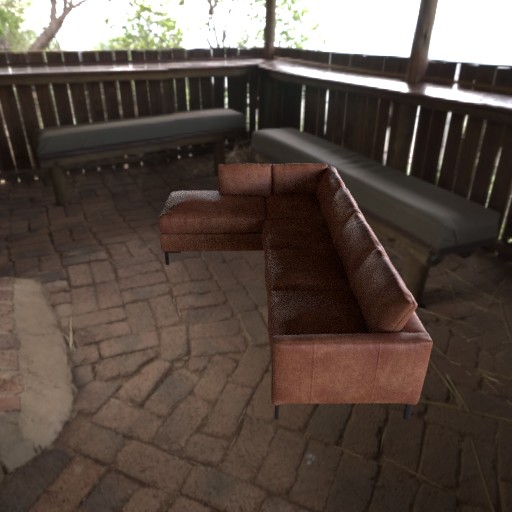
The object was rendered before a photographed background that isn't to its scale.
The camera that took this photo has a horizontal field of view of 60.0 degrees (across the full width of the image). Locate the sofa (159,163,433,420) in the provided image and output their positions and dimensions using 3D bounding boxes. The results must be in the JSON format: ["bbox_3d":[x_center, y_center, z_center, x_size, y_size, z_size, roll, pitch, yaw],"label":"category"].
[{"bbox_3d":[0.000,0.000,3.861,1.938,0.877,2.984,0,27,-1],"label":"sofa"}]
